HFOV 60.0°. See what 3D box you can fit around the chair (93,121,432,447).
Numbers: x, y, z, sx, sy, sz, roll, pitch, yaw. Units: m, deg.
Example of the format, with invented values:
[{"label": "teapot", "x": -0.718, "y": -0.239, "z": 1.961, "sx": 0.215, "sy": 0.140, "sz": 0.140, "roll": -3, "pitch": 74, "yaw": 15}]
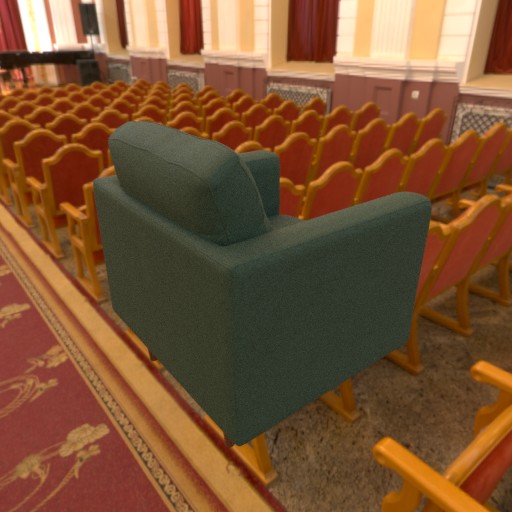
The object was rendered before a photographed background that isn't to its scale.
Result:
[{"label": "chair", "x": 0.000, "y": 0.000, "z": 1.550, "sx": 0.800, "sy": 0.927, "sz": 0.855, "roll": -19, "pitch": 32, "yaw": -34}]
